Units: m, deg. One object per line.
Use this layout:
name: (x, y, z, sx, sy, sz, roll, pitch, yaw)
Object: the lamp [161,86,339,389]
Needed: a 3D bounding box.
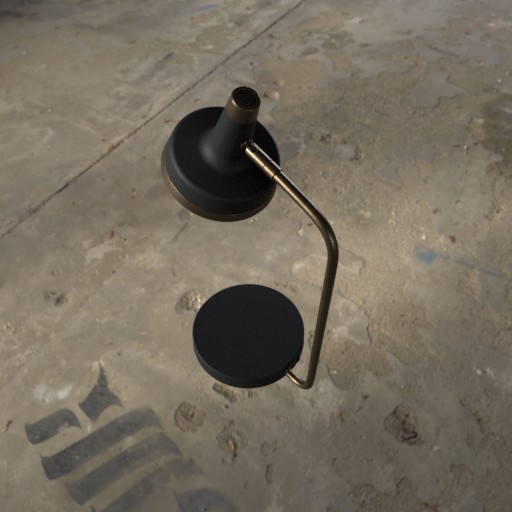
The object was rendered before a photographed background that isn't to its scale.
lamp: (0.000, 0.000, 0.496, 0.162, 0.385, 0.218, -33, 56, -26)
